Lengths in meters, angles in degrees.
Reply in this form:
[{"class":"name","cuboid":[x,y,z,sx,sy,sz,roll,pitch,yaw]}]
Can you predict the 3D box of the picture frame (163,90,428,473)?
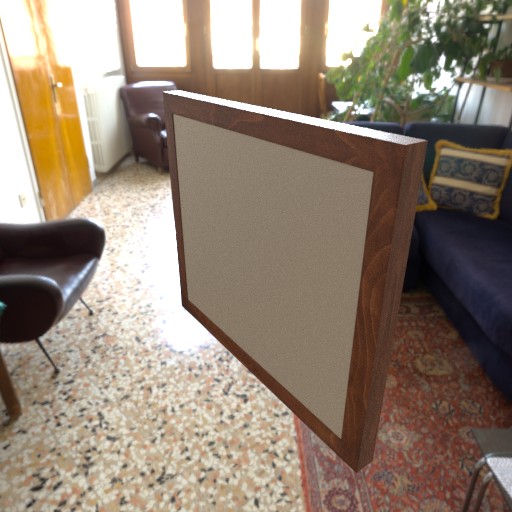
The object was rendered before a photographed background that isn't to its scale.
[{"class":"picture frame","cuboid":[0.000,0.000,0.519,0.025,0.330,0.381,-18,32,-32]}]
